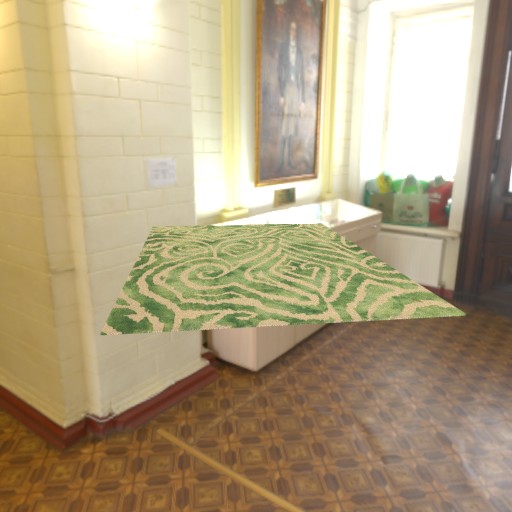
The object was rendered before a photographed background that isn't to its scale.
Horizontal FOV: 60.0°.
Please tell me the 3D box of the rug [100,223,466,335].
[{"bbox_3d":[0.000,0.000,2.325,1.220,0.006,1.826,-2,14,-7],"label":"rug"}]
